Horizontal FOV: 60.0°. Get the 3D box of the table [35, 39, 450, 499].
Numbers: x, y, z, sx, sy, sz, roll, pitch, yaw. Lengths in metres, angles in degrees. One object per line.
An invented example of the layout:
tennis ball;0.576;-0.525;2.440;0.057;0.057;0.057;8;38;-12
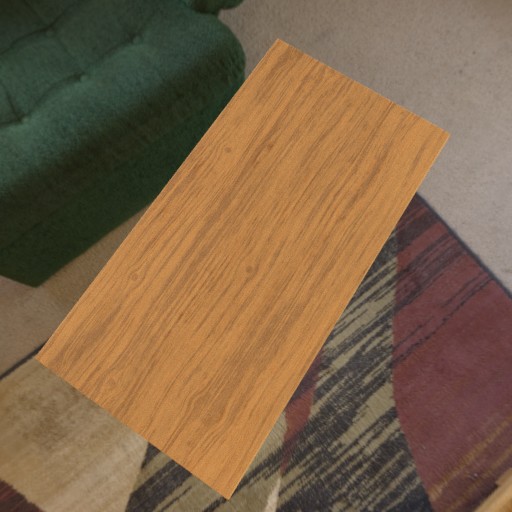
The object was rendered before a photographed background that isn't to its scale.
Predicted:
table;0.000;0.000;1.608;0.693;0.445;1.331;32;78;8
